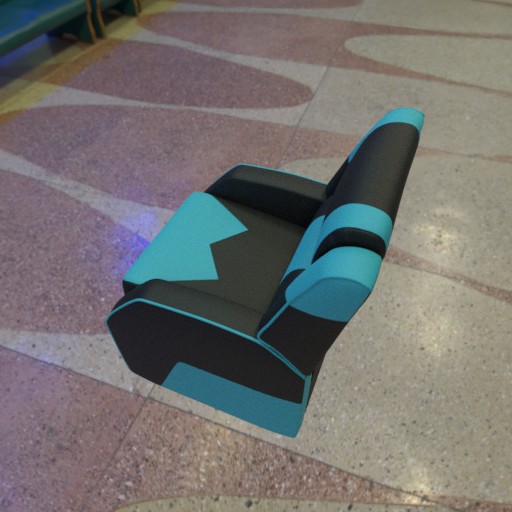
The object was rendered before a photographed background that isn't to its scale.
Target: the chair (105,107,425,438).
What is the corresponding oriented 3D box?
[{"bbox_3d":[0.000,0.000,1.258,0.672,0.805,0.620,17,49,15],"label":"chair"}]
